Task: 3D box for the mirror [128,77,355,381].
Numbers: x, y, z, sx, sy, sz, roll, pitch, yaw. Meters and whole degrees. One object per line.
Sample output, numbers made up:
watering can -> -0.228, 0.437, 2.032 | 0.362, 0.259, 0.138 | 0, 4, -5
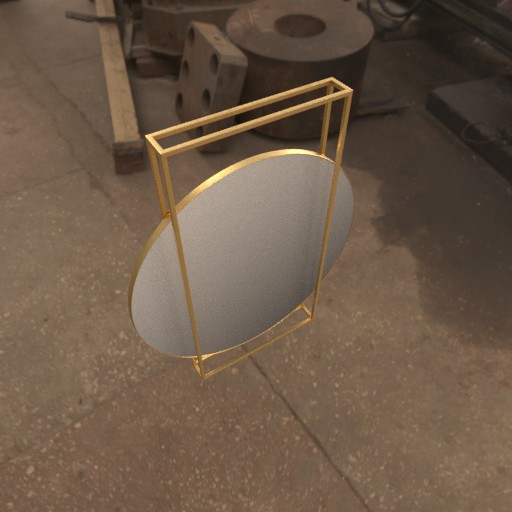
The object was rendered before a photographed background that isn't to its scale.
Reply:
mirror -> 0.000, 0.000, 0.848 | 0.508, 0.603, 0.051 | -25, 52, -21
